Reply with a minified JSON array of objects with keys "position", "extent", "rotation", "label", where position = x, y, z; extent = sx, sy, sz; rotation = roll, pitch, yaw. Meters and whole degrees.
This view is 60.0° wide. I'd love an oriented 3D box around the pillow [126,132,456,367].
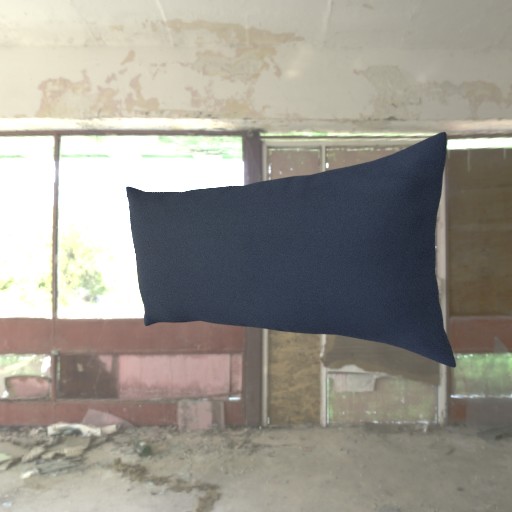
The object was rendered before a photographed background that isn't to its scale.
[{"position":[0.000,0.000,0.732],"extent":[0.608,0.292,0.156],"rotation":[-1,-1,36],"label":"pillow"}]
